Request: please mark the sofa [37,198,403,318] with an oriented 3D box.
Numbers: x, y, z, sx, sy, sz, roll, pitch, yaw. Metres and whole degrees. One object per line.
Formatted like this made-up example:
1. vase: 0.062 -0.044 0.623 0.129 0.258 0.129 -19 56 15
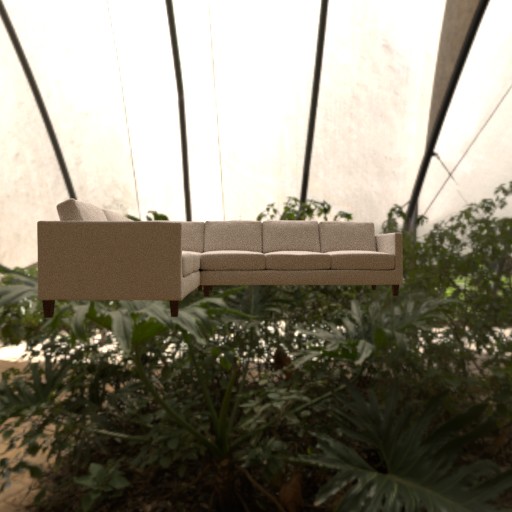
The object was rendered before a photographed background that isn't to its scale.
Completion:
1. sofa: 0.000 0.000 4.366 3.182 0.863 2.432 0 0 -3
